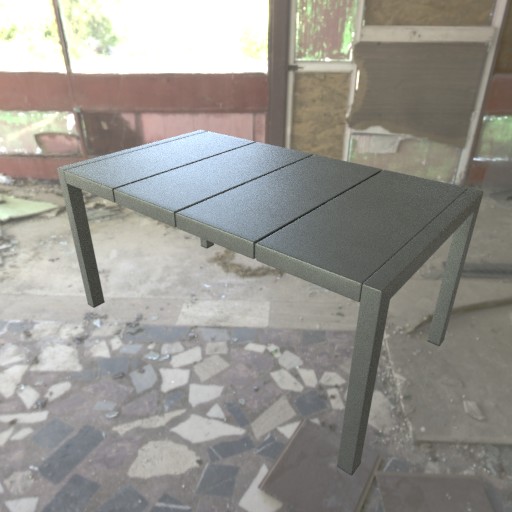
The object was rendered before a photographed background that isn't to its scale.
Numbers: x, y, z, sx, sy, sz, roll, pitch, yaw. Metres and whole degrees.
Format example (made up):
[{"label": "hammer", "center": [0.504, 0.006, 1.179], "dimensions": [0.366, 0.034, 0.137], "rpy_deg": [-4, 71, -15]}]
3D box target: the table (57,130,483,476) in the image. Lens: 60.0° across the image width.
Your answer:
[{"label": "table", "center": [0.000, 0.000, 1.258], "dimensions": [0.965, 0.460, 0.559], "rpy_deg": [22, 36, 33]}]
